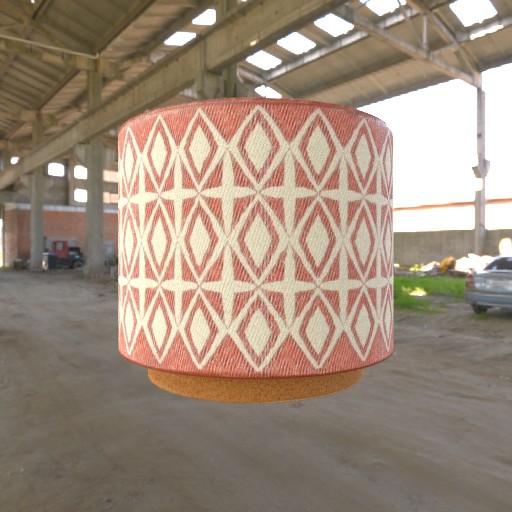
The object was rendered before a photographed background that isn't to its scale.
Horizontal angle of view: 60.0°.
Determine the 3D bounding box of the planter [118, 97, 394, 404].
[{"bbox_3d":[0.000,0.000,0.462,0.273,0.237,0.273,0,0,0],"label":"planter"}]
